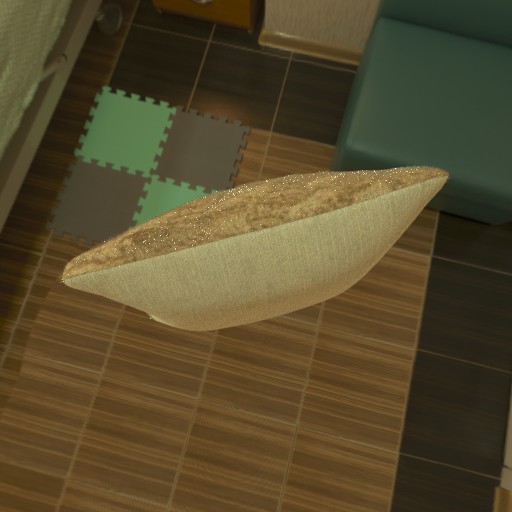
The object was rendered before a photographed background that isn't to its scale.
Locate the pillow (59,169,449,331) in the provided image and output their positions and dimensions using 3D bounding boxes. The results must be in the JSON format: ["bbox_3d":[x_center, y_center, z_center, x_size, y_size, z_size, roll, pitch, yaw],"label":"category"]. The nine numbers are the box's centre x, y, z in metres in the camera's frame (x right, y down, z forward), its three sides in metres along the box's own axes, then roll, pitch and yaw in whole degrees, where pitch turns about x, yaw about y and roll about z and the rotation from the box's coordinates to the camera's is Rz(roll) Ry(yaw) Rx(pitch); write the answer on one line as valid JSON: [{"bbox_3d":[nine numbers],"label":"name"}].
[{"bbox_3d":[0.000,0.000,0.825,0.538,0.525,0.216,-14,76,-4],"label":"pillow"}]
